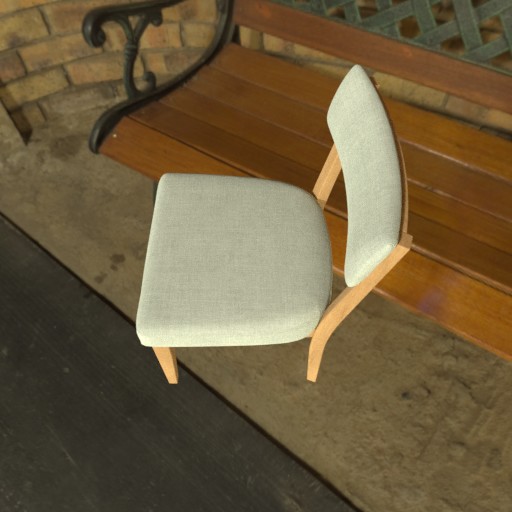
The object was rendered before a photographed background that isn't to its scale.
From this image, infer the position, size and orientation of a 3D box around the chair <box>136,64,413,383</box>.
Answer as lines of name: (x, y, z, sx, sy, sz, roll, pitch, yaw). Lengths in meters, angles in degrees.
chair: (0.000, 0.000, 1.192, 0.572, 0.832, 0.508, 0, 58, 0)
